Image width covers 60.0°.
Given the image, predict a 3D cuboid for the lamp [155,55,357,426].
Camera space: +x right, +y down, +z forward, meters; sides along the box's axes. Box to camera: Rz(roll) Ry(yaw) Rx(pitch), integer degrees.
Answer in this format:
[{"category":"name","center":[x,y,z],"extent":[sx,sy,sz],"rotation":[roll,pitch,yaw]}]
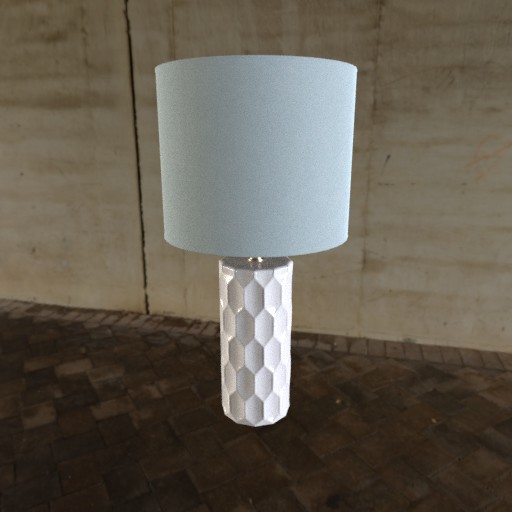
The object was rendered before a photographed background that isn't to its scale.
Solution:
[{"category":"lamp","center":[0.000,0.000,0.690],"extent":[0.277,0.534,0.277],"rotation":[-14,21,-41]}]
